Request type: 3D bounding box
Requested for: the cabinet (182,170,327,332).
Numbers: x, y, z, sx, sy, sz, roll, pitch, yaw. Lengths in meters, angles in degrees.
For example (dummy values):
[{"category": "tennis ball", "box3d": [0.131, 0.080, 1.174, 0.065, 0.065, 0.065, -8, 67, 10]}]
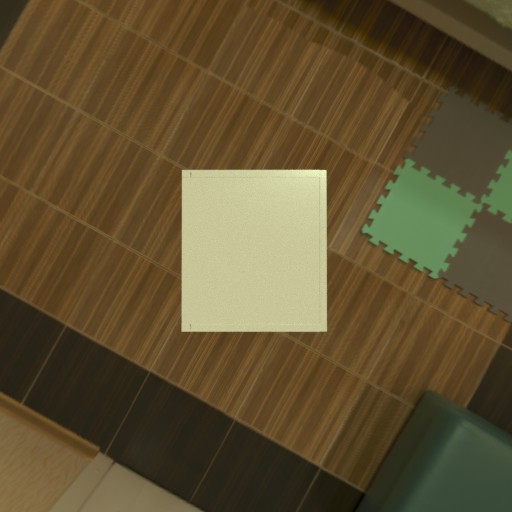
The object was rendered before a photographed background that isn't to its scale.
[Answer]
[{"category": "cabinet", "box3d": [0.000, 0.000, 1.522, 0.269, 1.400, 0.300, 0, 89, 0]}]
